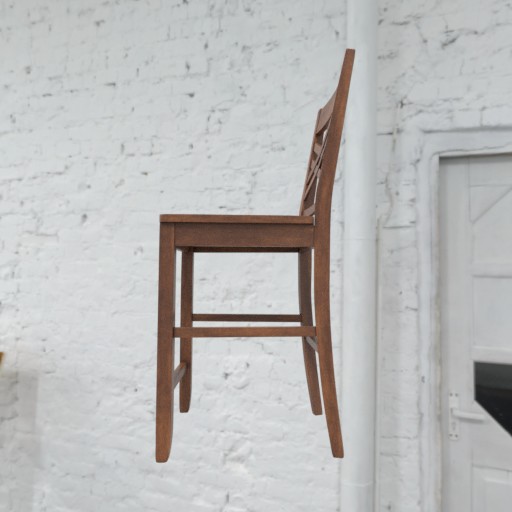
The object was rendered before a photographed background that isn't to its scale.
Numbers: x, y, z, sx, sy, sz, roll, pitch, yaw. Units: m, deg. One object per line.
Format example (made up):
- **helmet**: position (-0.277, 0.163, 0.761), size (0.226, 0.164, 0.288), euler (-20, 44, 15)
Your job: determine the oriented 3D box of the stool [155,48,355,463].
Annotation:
- **stool**: position (0.000, 0.000, 1.367), size (0.539, 1.079, 0.462), euler (0, -2, -1)
